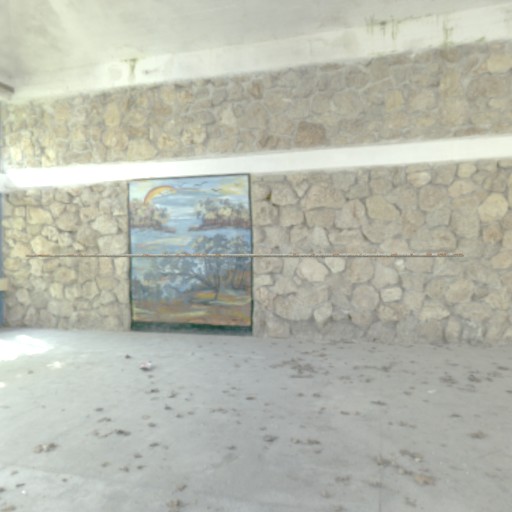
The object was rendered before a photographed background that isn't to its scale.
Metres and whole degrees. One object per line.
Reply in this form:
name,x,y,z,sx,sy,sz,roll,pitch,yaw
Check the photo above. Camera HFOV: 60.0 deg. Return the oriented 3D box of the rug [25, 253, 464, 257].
rug,0.000,0.000,2.334,1.829,0.011,1.219,0,0,17
